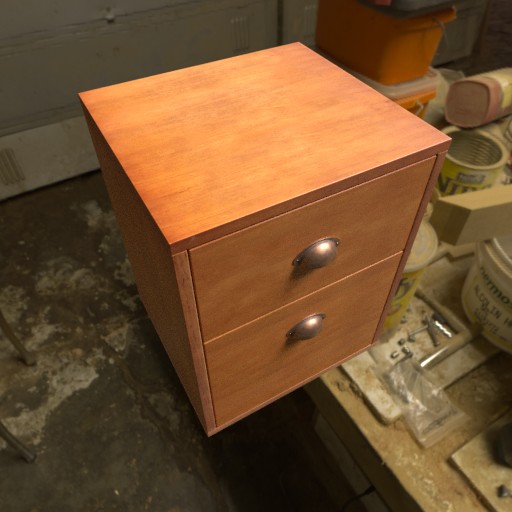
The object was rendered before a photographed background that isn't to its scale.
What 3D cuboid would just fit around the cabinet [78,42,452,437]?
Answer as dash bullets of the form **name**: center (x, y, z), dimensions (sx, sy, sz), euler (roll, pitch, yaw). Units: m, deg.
- **cabinet**: center (0.000, 0.000, 0.847), dimensions (0.409, 0.579, 0.401), euler (-22, 51, -20)
